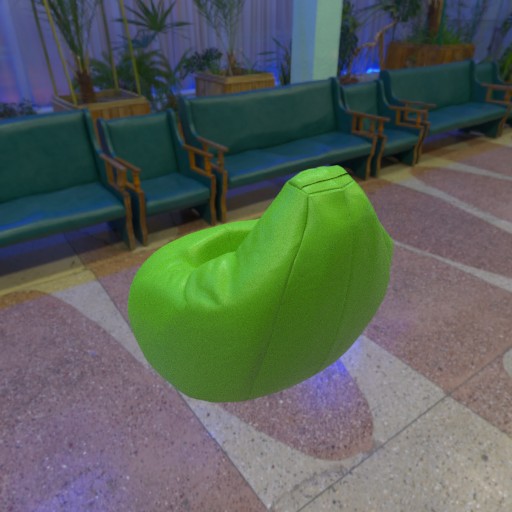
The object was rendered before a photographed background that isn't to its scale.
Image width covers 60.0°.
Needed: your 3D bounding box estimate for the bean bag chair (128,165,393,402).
[{"bbox_3d":[0.000,0.000,1.875,1.070,0.990,1.070,-18,35,-28],"label":"bean bag chair"}]
